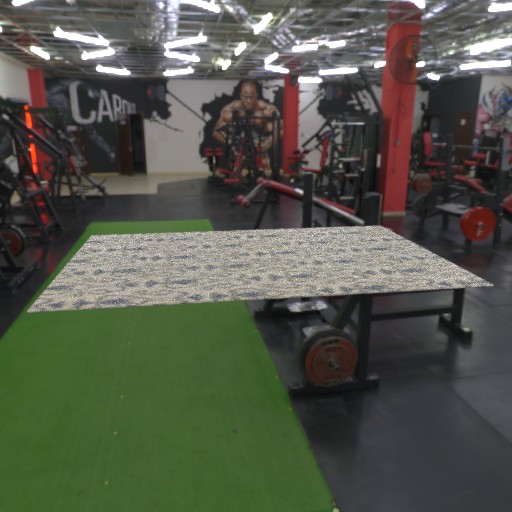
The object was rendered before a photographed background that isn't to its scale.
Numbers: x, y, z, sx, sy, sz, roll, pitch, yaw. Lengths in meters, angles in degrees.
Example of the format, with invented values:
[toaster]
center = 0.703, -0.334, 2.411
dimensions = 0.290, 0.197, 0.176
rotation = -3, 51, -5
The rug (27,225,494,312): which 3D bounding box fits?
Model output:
[rug]
center = 0.000, 0.000, 2.030
dimensions = 1.652, 0.006, 1.035
rotation = -2, 17, -8
